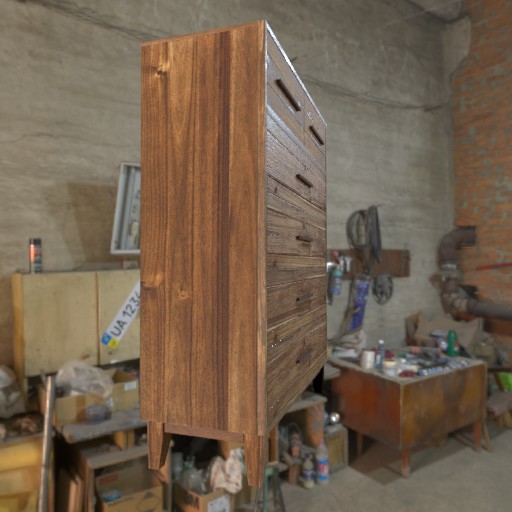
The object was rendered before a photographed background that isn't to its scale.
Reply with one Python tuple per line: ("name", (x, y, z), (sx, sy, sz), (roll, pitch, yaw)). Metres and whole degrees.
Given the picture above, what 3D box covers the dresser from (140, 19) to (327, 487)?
("dresser", (0.000, 0.000, 1.880), (0.442, 1.393, 1.062), (0, -1, 19))
